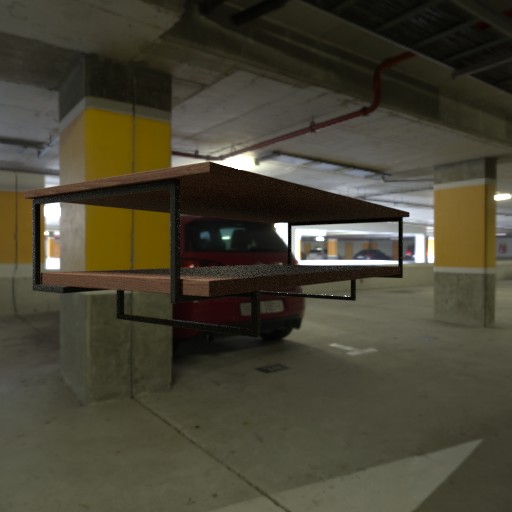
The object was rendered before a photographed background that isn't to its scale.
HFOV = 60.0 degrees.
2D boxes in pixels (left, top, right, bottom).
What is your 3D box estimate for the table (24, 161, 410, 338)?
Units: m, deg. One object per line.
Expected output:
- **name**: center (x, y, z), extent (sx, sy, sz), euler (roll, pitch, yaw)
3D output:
- **table**: center (0.000, 0.000, 1.470), extent (0.651, 0.347, 1.197), euler (0, 0, 36)
